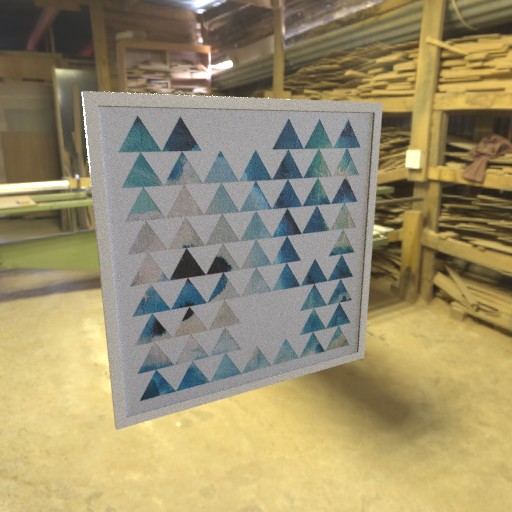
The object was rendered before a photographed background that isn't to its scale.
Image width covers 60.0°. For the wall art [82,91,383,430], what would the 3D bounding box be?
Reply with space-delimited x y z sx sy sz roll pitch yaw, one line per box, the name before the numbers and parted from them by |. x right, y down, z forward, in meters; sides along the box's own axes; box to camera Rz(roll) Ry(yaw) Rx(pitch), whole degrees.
wall art | 0.000 0.000 0.829 0.557 0.557 0.012 -8 18 -26
